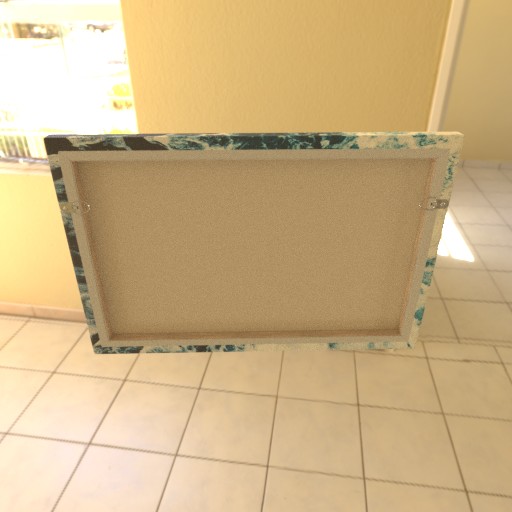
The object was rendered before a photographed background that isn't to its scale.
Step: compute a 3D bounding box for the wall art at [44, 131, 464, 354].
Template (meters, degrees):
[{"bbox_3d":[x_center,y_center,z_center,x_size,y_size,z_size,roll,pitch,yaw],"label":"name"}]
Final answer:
[{"bbox_3d":[0.000,0.000,1.868,1.524,1.017,0.055,-1,30,-1],"label":"wall art"}]
